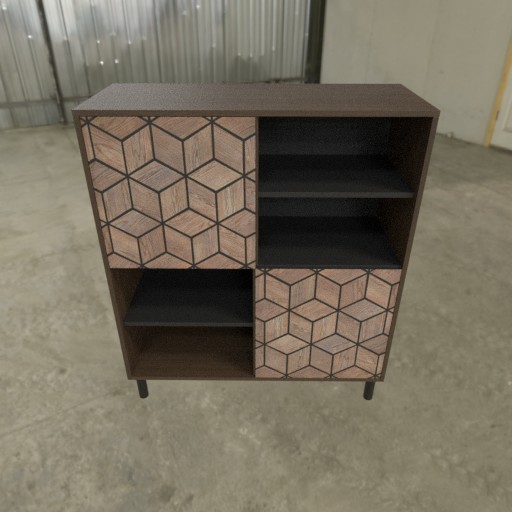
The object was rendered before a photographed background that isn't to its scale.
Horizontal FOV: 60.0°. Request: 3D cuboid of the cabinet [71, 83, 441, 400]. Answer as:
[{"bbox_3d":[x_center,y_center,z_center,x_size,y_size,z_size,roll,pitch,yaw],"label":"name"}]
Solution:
[{"bbox_3d":[0.000,0.000,1.684,1.010,1.170,0.400,0,31,0],"label":"cabinet"}]
